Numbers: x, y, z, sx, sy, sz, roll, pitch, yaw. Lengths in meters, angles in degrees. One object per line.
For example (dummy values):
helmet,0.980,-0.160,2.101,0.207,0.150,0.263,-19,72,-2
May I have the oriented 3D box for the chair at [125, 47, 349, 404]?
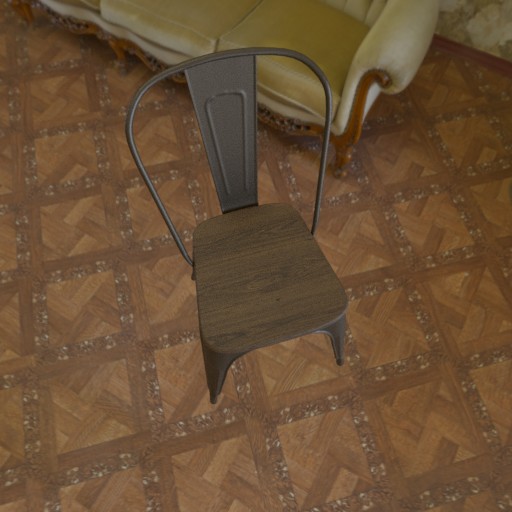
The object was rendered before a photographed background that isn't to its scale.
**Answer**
chair,0.000,0.000,1.158,0.451,0.844,0.532,-15,65,-7
